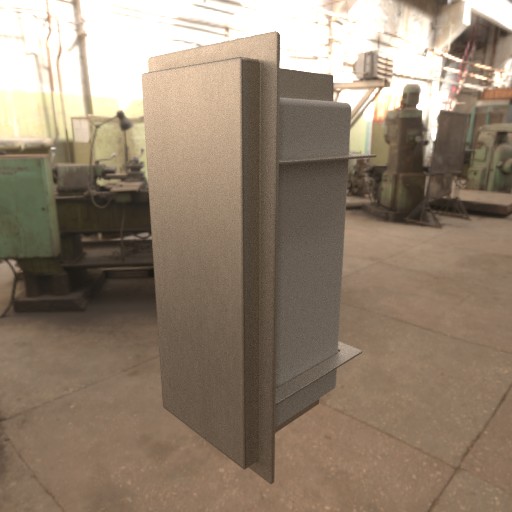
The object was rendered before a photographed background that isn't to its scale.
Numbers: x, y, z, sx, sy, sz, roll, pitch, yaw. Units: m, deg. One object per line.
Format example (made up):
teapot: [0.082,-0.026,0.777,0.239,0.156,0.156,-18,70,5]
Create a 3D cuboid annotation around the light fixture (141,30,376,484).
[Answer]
light fixture: [0.000,0.000,0.455,0.160,0.380,0.168,-15,22,-42]
